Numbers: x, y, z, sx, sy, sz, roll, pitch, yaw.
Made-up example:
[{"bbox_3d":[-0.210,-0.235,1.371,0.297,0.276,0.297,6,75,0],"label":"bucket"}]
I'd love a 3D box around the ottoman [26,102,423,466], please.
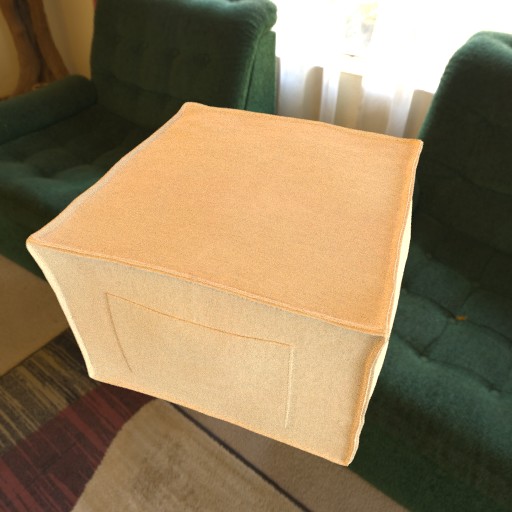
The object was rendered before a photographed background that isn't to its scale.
[{"bbox_3d":[0.000,0.000,1.115,0.707,0.470,0.696,13,43,14],"label":"ottoman"}]
